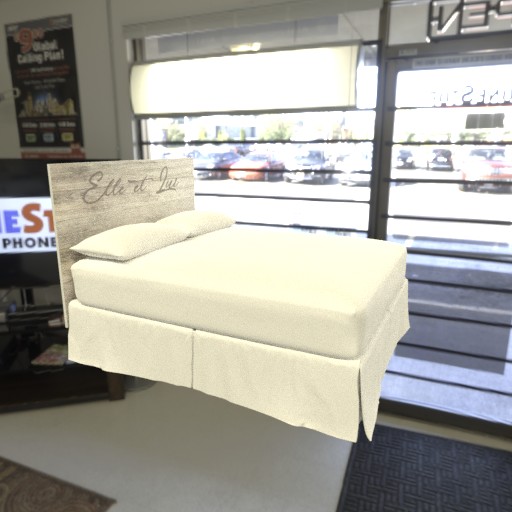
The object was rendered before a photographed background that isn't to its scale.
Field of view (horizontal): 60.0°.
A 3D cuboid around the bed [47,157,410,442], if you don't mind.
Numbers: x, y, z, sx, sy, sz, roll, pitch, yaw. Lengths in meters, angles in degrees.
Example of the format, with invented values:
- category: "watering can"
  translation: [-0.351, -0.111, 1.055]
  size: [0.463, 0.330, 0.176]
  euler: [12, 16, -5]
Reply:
- category: "bed"
  translation: [0.000, 0.000, 3.227]
  size: [2.094, 1.335, 1.745]
  euler: [7, 16, 25]
